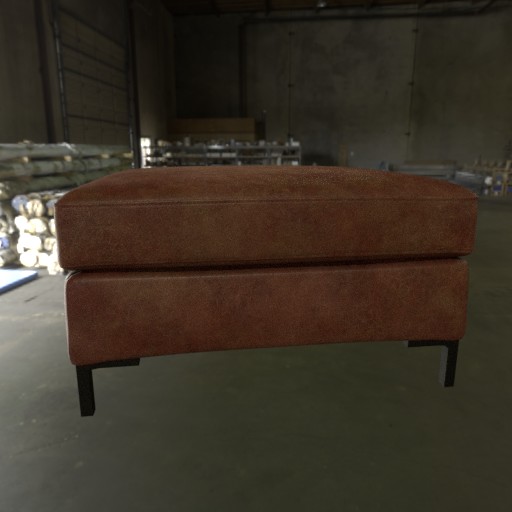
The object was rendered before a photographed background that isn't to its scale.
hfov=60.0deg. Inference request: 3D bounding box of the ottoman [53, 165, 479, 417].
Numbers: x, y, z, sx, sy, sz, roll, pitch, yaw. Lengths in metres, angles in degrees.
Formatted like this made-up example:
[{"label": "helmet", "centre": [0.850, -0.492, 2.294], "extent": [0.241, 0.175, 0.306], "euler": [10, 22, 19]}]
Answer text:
[{"label": "ottoman", "centre": [0.000, 0.000, 1.696], "extent": [1.186, 0.667, 0.965], "euler": [-2, 14, -8]}]
